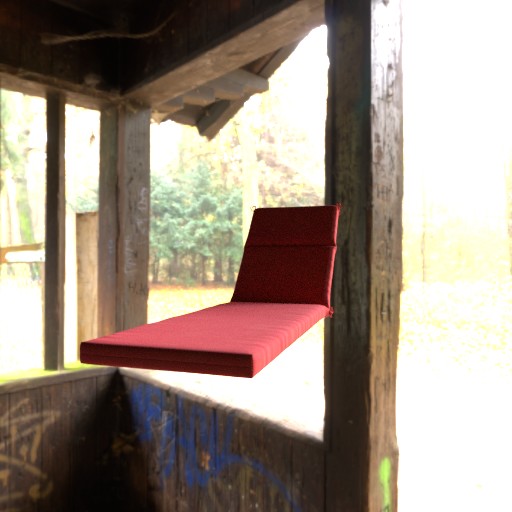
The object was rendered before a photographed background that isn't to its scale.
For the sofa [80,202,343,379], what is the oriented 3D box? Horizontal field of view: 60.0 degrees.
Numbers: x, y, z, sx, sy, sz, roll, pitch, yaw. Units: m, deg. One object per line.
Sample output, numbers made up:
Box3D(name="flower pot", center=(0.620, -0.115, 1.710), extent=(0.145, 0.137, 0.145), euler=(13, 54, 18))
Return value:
Box3D(name="sofa", center=(0.000, 0.000, 1.941), extent=(0.582, 0.622, 1.663), euler=(0, 0, 18))
